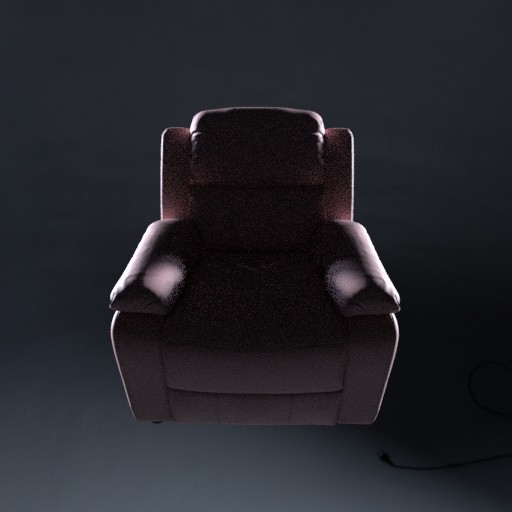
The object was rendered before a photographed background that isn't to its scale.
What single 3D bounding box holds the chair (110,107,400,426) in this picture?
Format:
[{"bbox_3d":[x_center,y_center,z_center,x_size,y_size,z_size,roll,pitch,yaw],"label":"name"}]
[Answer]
[{"bbox_3d":[0.000,0.000,1.268,0.680,0.702,0.709,0,30,1],"label":"chair"}]
